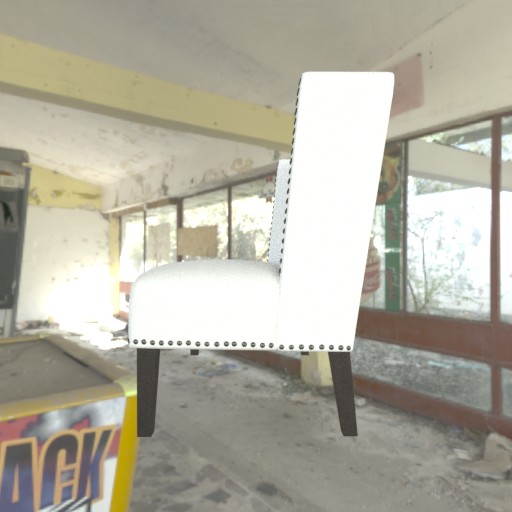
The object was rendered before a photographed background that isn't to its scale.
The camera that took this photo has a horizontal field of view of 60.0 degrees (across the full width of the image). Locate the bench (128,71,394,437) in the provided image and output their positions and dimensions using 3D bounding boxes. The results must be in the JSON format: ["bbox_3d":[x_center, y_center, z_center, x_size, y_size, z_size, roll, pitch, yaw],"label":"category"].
[{"bbox_3d":[0.000,0.000,1.974,0.847,1.123,1.280,0,-1,0],"label":"bench"}]
